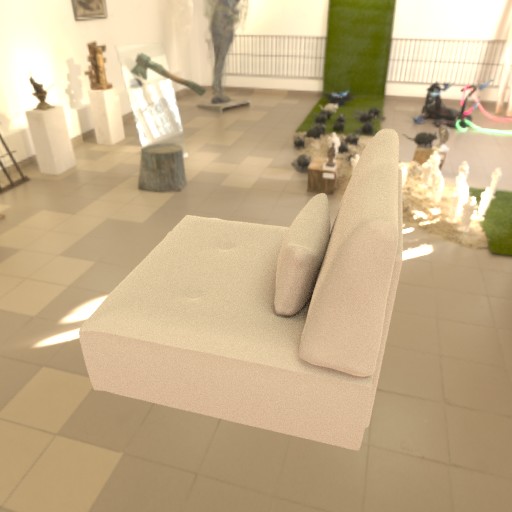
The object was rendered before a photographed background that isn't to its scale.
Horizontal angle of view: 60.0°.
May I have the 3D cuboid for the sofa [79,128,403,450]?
[{"bbox_3d":[0.000,0.000,1.710,1.000,0.828,0.935,8,32,13],"label":"sofa"}]
